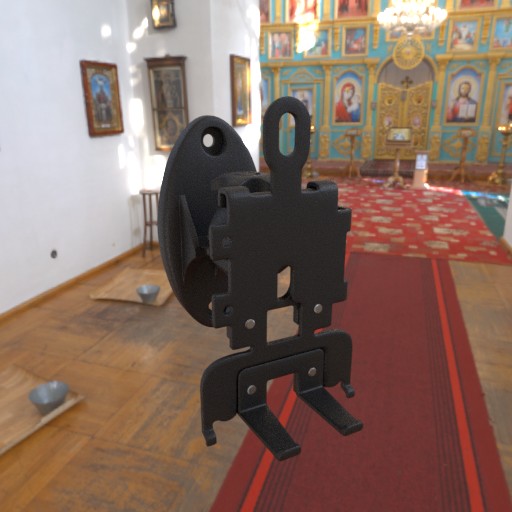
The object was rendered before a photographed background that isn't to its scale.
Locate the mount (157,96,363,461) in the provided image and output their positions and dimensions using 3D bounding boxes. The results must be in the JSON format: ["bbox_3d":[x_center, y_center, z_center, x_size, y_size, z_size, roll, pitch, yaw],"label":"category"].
[{"bbox_3d":[0.000,0.000,0.177,0.066,0.118,0.100,-9,19,-26],"label":"mount"}]
